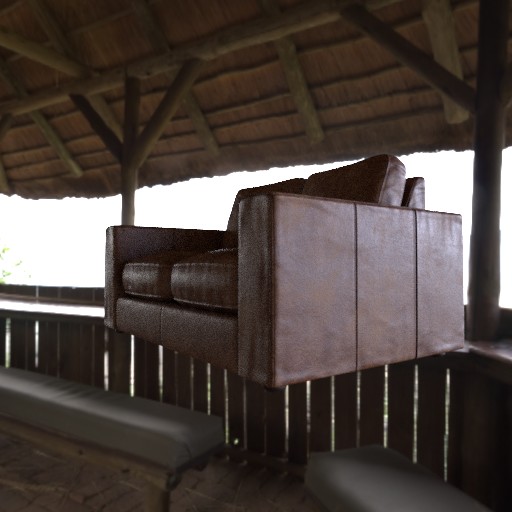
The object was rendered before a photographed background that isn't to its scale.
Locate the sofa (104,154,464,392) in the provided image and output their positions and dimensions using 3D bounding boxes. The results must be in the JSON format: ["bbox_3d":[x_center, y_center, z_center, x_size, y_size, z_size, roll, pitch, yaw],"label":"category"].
[{"bbox_3d":[0.000,0.000,2.242,1.041,0.889,1.626,1,-1,-36],"label":"sofa"}]
